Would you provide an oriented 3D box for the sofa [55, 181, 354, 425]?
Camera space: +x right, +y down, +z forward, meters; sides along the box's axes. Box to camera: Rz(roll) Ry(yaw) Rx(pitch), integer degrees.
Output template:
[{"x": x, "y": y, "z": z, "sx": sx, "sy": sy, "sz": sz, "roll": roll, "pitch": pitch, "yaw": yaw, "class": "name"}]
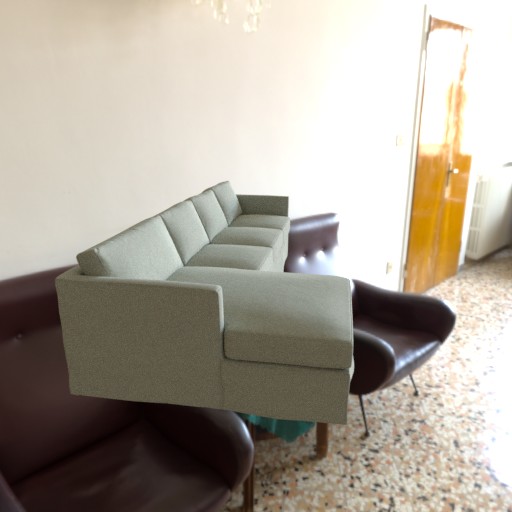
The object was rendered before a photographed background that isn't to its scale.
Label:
[{"x": 0.000, "y": 0.000, "z": 3.807, "sx": 1.650, "sy": 0.922, "sz": 3.205, "roll": 3, "pitch": 17, "yaw": 10, "class": "sofa"}]
